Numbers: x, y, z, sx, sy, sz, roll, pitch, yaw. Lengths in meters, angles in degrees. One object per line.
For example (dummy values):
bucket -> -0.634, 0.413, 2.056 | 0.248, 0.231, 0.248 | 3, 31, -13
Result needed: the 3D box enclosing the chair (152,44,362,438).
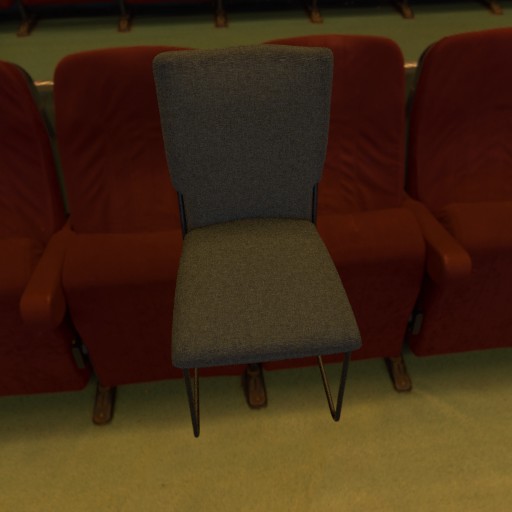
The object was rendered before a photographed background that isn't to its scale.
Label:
chair -> 0.000, 0.000, 1.244 | 0.480, 0.931, 0.635 | -5, 46, -5
